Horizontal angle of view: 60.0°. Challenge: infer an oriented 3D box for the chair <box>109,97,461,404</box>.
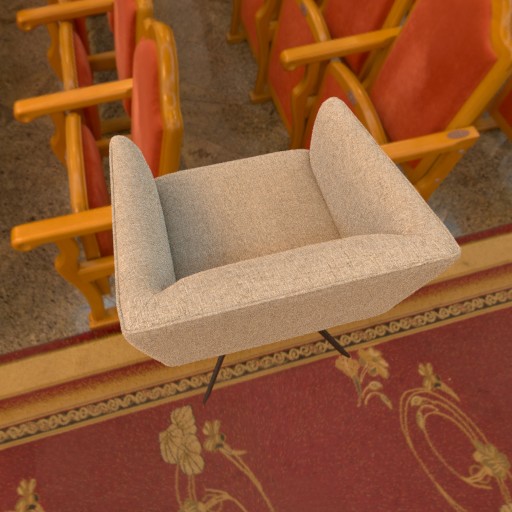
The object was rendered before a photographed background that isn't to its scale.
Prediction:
[{"bbox_3d":[0.000,0.000,1.223,0.628,0.760,0.623,-13,60,-8],"label":"chair"}]
